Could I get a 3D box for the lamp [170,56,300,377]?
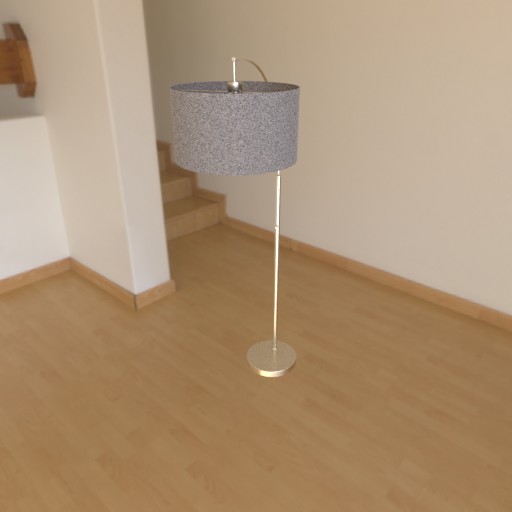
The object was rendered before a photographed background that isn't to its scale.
[{"bbox_3d":[0.000,0.000,2.098,0.452,1.735,0.934,8,27,16],"label":"lamp"}]
